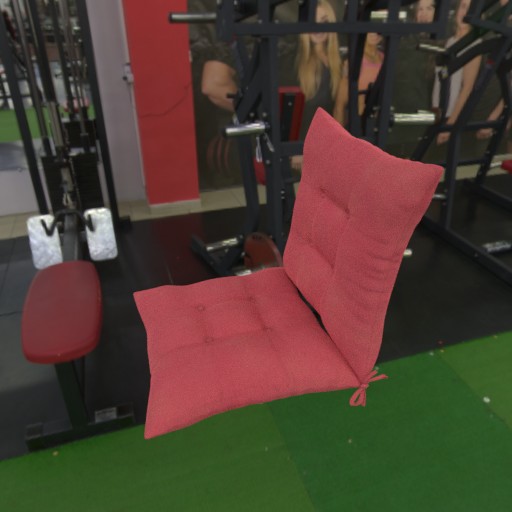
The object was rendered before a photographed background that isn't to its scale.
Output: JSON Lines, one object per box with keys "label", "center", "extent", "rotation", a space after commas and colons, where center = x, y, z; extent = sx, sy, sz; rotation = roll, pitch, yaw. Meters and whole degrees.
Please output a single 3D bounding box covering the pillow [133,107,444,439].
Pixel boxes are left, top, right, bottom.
{"label": "pillow", "center": [0.000, 0.000, 1.009], "extent": [0.585, 0.536, 0.541], "rotation": [-8, 31, -14]}
